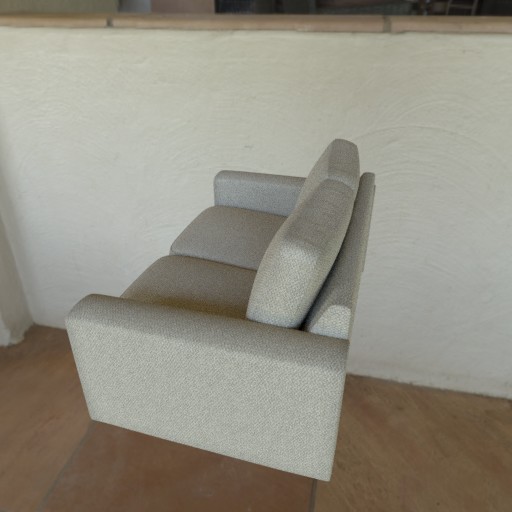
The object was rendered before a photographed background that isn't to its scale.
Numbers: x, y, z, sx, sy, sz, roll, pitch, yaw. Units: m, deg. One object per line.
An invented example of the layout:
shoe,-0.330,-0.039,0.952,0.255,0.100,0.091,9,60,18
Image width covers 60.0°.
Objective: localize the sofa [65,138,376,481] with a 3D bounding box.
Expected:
sofa,0.000,0.000,2.152,1.016,0.873,1.616,8,31,14
